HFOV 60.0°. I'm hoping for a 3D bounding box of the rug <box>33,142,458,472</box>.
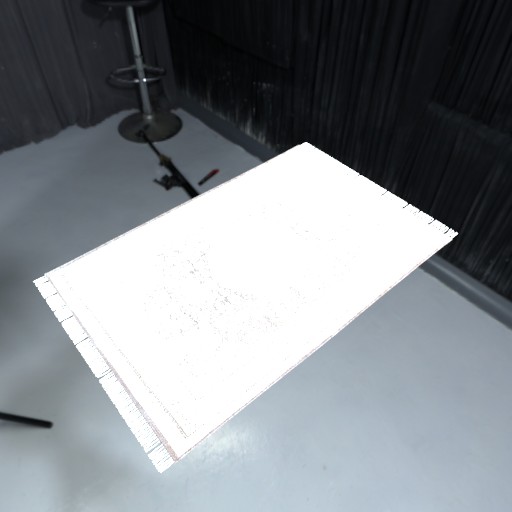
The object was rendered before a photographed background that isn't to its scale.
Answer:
[{"bbox_3d":[0.000,0.000,2.964,2.440,0.010,1.528,-32,55,-26],"label":"rug"}]
